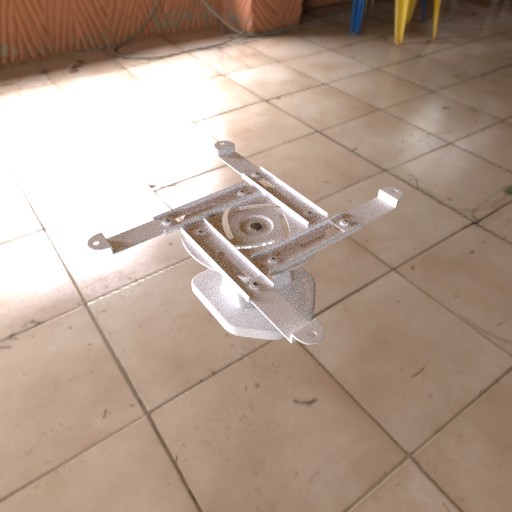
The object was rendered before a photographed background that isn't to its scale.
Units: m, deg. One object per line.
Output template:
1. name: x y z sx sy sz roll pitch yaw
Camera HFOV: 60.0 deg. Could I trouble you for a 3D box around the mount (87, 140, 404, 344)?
1. mount: 0.000 0.000 0.618 0.394 0.141 0.394 -26 48 -26
